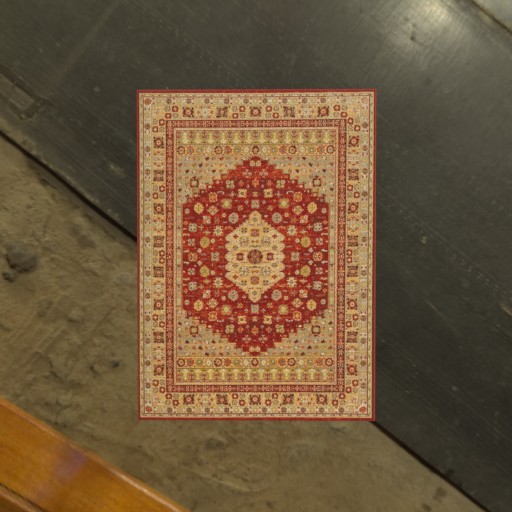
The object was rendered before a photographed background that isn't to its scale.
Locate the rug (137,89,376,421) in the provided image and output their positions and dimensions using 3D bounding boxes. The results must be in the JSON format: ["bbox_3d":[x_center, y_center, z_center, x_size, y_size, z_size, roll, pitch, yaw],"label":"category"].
[{"bbox_3d":[0.000,0.000,2.964,1.593,0.013,2.211,0,91,1],"label":"rug"}]
